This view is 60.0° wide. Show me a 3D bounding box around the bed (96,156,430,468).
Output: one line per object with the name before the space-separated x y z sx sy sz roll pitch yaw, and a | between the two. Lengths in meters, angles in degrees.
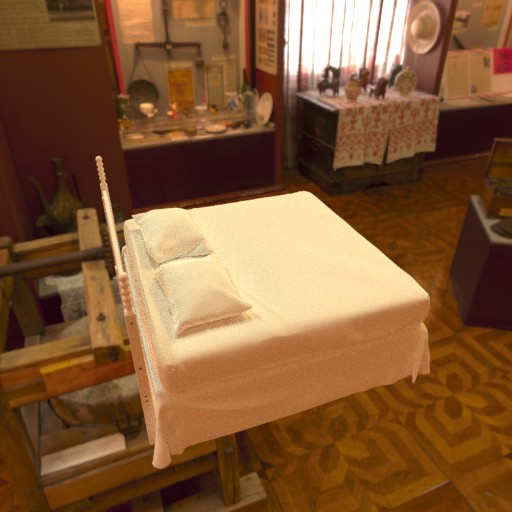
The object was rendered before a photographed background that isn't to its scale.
bed | 0.000 0.000 3.661 2.219 1.355 2.322 -11 34 -17
